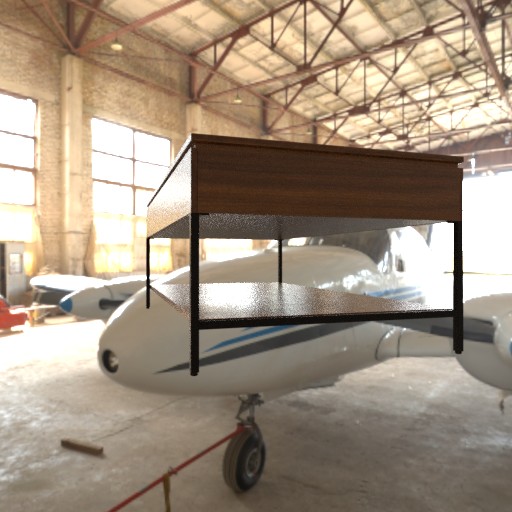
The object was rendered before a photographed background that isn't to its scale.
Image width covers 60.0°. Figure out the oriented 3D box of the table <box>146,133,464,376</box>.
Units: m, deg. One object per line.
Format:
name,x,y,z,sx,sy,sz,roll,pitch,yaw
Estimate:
table,0.000,0.000,1.343,0.574,0.414,1.057,0,0,-18
